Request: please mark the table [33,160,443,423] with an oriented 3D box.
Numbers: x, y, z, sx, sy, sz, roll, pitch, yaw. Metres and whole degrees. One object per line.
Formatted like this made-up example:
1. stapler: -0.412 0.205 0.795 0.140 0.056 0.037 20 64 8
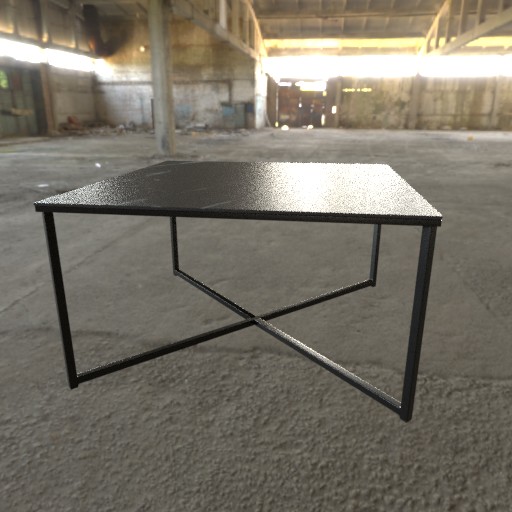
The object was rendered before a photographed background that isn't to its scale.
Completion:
1. table: 0.000 0.000 1.295 0.800 0.450 0.800 3 18 8
